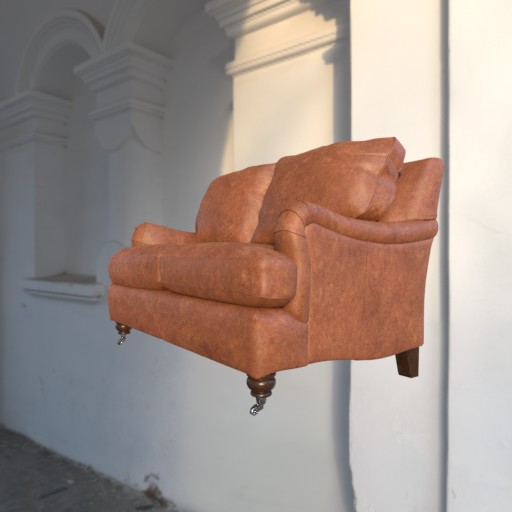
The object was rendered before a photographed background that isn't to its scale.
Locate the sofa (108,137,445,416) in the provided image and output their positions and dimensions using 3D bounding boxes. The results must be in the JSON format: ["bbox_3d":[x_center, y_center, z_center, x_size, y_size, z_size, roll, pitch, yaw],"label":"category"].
[{"bbox_3d":[0.000,0.000,2.227,1.077,1.004,1.527,0,1,-35],"label":"sofa"}]
